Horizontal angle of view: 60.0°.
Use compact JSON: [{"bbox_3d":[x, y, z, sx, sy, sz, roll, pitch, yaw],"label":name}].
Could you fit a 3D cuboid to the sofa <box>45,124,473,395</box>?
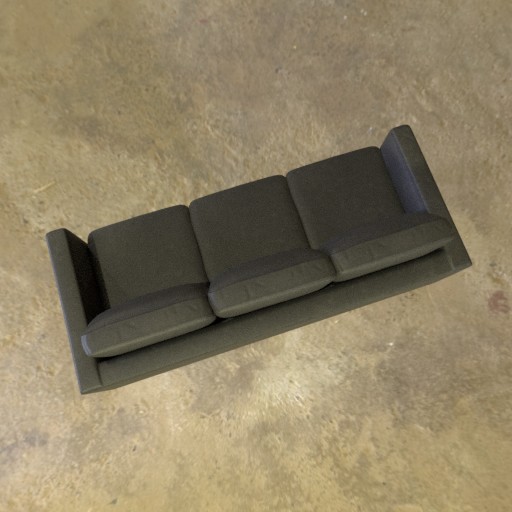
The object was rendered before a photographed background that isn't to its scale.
[{"bbox_3d":[0.000,0.000,2.479,2.029,0.899,0.879,-18,77,-4],"label":"sofa"}]
